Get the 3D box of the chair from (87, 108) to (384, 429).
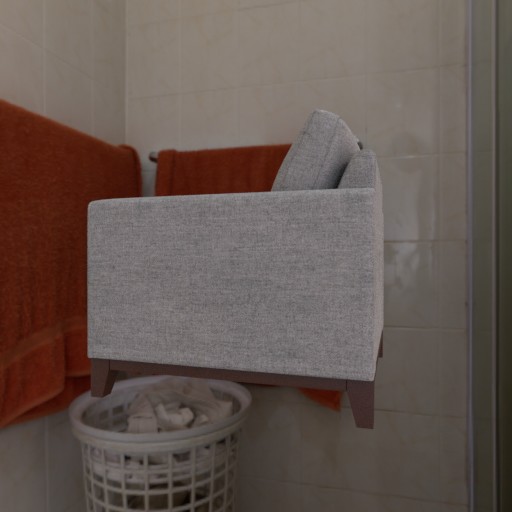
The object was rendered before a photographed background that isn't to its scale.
[{"bbox_3d":[0.000,0.000,1.922,1.038,1.010,1.024,0,0,18],"label":"chair"}]
